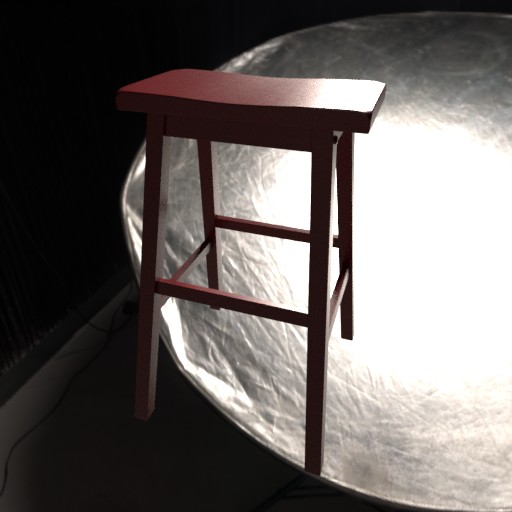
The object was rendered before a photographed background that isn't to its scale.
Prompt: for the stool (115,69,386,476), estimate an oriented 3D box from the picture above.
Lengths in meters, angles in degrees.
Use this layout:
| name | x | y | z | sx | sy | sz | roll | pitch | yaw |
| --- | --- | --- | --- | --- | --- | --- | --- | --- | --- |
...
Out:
| name | x | y | z | sx | sy | sz | roll | pitch | yaw |
| --- | --- | --- | --- | --- | --- | --- | --- | --- | --- |
| stool | 0.000 | 0.000 | 1.005 | 0.457 | 0.737 | 0.476 | 11 | 34 | 16 |
